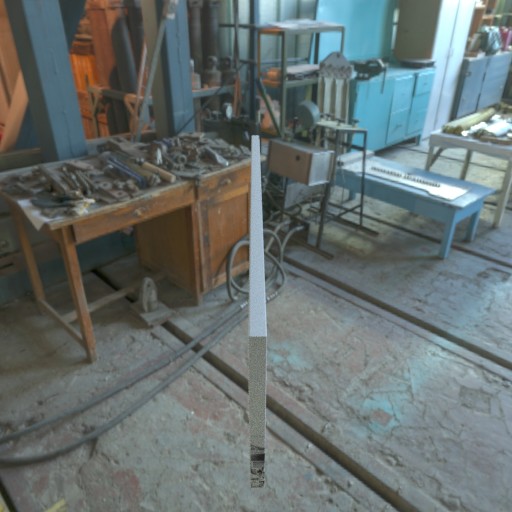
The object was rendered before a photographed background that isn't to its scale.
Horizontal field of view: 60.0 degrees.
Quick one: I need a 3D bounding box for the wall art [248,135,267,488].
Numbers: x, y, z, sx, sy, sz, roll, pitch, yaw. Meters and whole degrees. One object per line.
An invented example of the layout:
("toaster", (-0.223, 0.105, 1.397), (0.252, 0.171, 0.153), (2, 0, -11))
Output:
("wall art", (0.000, 0.000, 1.676), (0.039, 0.507, 1.520), (0, 30, 0))
